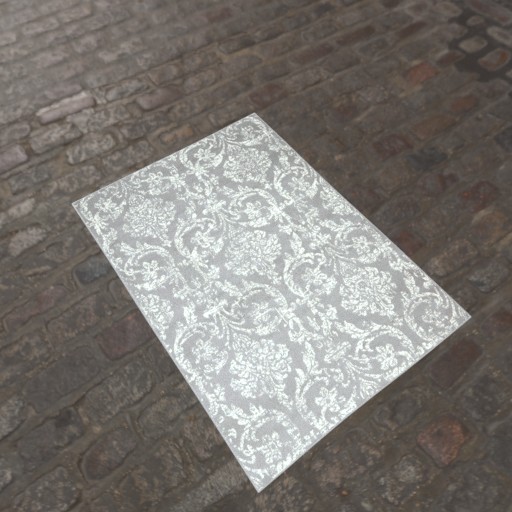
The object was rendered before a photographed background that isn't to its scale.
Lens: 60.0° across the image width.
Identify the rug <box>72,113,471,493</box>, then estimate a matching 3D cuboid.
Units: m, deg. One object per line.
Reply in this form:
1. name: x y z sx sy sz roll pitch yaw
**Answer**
1. rug: 0.000 0.000 2.865 1.578 0.014 2.206 -32 64 -18
